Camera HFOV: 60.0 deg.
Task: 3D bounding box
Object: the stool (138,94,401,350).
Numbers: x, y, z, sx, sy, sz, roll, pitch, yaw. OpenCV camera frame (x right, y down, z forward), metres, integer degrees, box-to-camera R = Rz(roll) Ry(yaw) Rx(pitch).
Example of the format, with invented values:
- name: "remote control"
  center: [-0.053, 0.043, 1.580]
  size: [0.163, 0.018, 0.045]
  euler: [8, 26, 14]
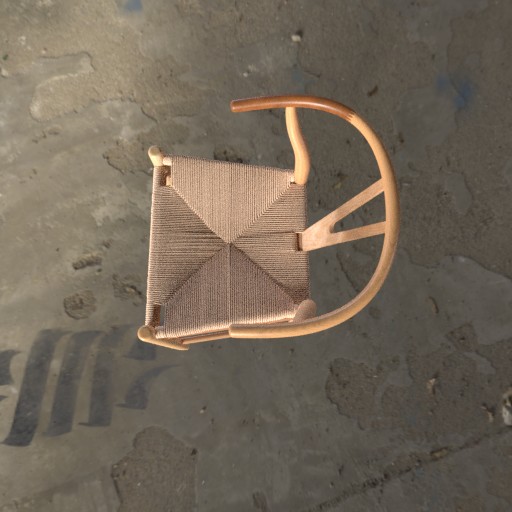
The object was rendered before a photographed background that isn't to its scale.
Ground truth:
- name: "stool"
  center: [0.000, 0.000, 1.320]
  size: [0.575, 0.923, 0.536]
  euler: [0, 76, 0]
